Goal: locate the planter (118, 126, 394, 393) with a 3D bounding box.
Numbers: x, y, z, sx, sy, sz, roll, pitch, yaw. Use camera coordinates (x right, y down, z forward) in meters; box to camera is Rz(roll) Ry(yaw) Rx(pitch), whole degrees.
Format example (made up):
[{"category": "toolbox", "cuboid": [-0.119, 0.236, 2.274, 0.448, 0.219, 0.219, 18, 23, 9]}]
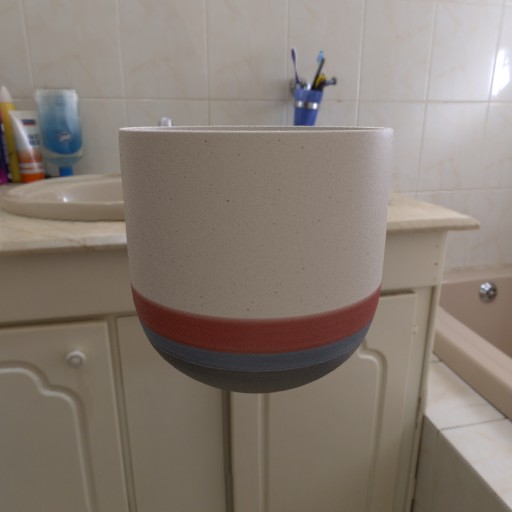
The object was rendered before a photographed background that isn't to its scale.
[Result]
[{"category": "planter", "cuboid": [0.000, 0.000, 0.485, 0.268, 0.270, 0.268, 0, 17, 0]}]
